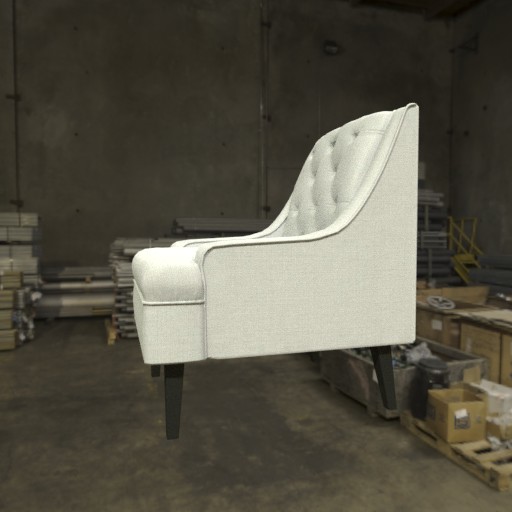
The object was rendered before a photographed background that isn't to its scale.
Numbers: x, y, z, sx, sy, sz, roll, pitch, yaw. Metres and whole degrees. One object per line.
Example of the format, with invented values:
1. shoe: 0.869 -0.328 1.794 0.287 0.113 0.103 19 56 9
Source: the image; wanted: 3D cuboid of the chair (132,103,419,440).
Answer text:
1. chair: 0.000 0.000 1.443 0.772 0.891 0.658 -1 2 -17
